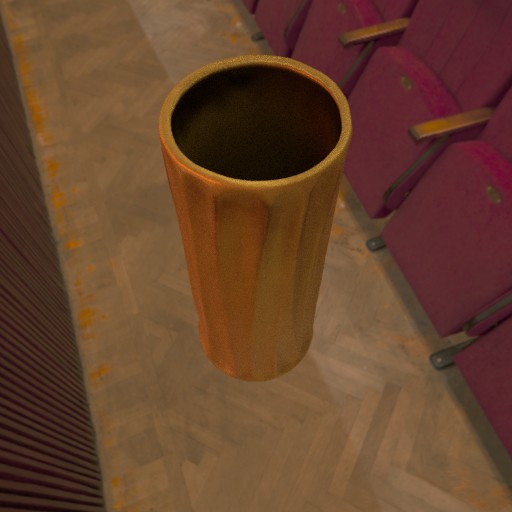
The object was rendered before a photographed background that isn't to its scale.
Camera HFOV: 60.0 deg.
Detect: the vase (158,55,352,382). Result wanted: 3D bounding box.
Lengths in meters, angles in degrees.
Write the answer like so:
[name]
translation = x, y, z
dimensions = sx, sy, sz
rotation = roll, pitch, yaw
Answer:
[vase]
translation = 0.000, 0.000, 0.178
dimensions = 0.061, 0.143, 0.061
rotation = 0, 58, 0
